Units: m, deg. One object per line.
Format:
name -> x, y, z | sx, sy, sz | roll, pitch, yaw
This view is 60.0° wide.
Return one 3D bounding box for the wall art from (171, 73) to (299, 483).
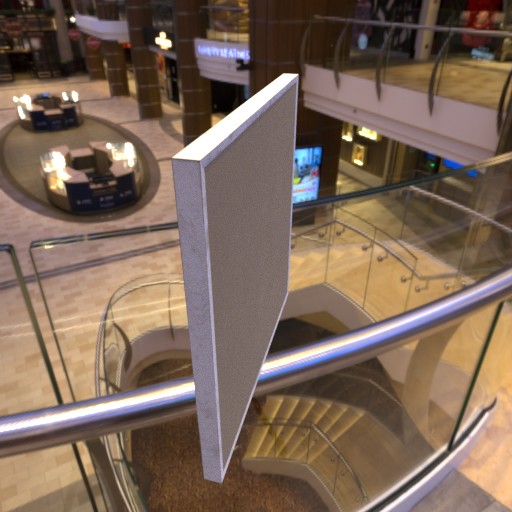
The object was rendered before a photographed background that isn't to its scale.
wall art -> 0.000, 0.000, 0.755 | 0.029, 0.506, 0.508 | 8, 32, 13
